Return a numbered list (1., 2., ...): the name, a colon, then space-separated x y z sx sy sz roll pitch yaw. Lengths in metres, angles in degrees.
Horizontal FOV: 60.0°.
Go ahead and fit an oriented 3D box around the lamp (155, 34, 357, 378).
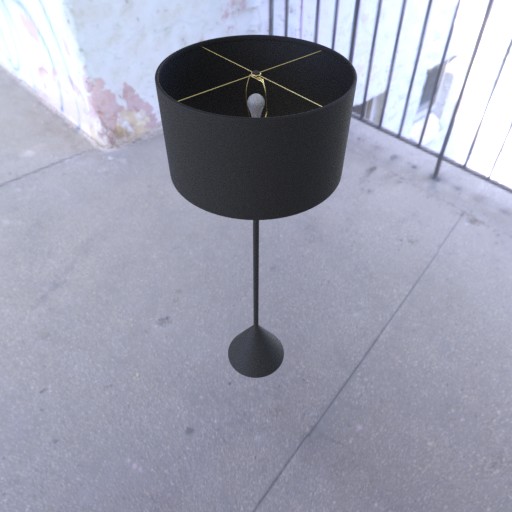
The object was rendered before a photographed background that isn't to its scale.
1. lamp: 0.000 0.000 1.822 0.580 1.526 0.580 -31 53 -27
